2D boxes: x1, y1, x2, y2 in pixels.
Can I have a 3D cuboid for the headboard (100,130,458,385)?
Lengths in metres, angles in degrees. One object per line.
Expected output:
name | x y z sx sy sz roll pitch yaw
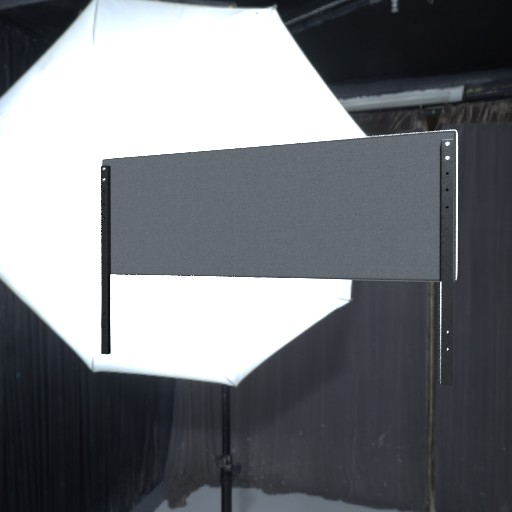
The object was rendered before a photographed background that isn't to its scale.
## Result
headboard | 0.000 0.000 2.843 2.362 1.410 0.120 0 0 19
